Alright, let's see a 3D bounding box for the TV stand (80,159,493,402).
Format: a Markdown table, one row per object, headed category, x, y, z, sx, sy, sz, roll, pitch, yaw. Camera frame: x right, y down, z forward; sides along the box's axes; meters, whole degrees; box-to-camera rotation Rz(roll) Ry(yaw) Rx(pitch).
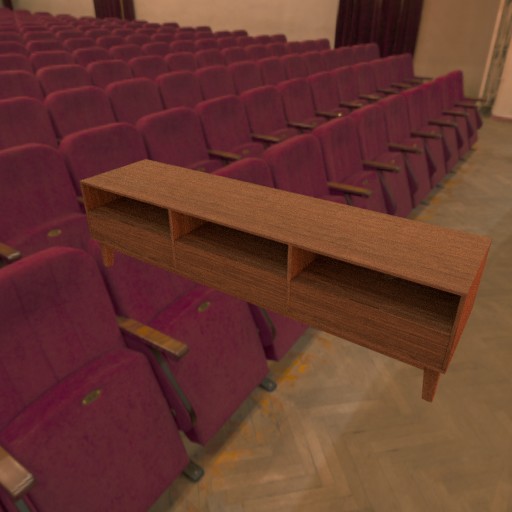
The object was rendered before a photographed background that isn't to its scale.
| category | x | y | z | sx | sy | sz | roll | pitch | yaw |
| --- | --- | --- | --- | --- | --- | --- | --- | --- | --- |
| TV stand | 0.000 | 0.000 | 1.671 | 1.482 | 0.409 | 0.366 | 18 | 34 | 29 |
